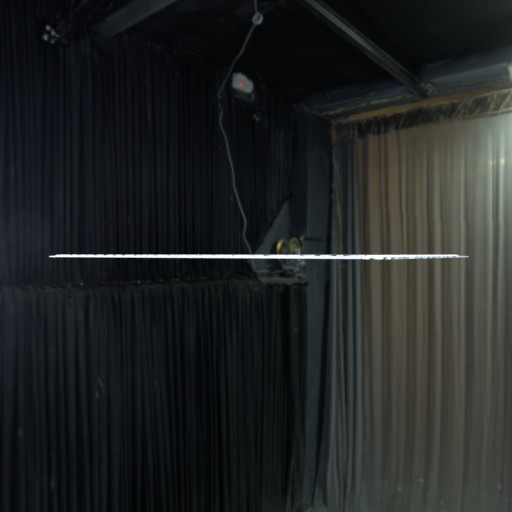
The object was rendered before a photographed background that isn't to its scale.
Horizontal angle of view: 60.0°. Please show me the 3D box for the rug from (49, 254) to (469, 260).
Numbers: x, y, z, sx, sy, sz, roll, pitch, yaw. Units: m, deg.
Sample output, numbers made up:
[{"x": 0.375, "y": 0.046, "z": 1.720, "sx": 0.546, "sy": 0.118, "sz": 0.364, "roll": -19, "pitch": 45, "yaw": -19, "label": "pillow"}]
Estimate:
[{"x": 0.000, "y": 0.000, "z": 2.314, "sx": 1.847, "sy": 0.014, "sz": 1.230, "roll": 0, "pitch": 0, "yaw": 36, "label": "rug"}]
